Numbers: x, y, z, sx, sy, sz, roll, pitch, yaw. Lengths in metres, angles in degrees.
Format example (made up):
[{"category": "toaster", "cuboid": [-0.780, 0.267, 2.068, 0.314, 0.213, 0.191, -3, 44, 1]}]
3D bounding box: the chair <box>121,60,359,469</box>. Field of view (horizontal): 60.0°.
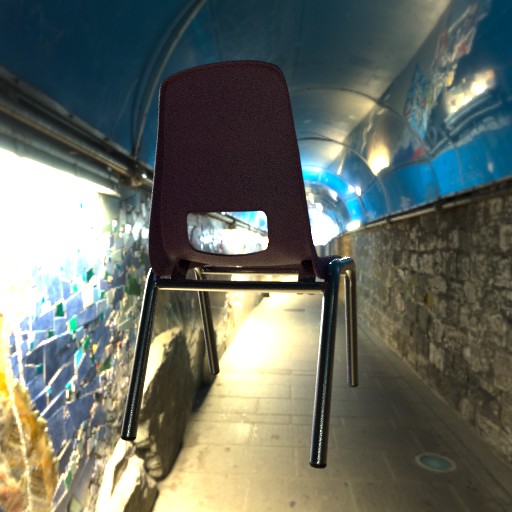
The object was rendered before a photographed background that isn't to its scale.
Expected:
[{"category": "chair", "cuboid": [0.000, 0.000, 0.844, 0.356, 0.584, 0.419, 0, 1, 17]}]
